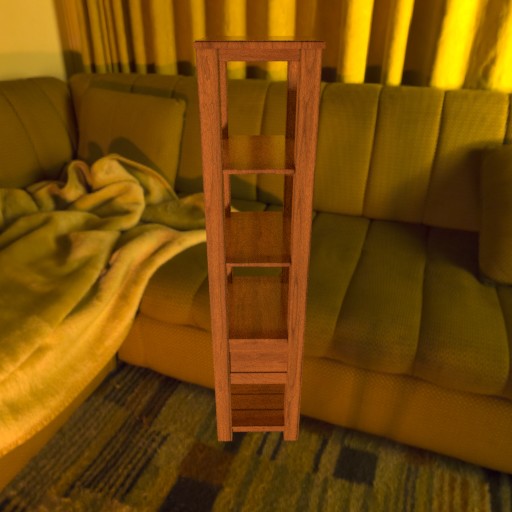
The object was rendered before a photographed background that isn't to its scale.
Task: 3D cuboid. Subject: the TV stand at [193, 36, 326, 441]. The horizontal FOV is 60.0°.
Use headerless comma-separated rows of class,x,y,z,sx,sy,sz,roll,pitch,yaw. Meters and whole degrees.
TV stand,0.000,0.000,2.069,0.435,1.828,0.565,0,28,0
